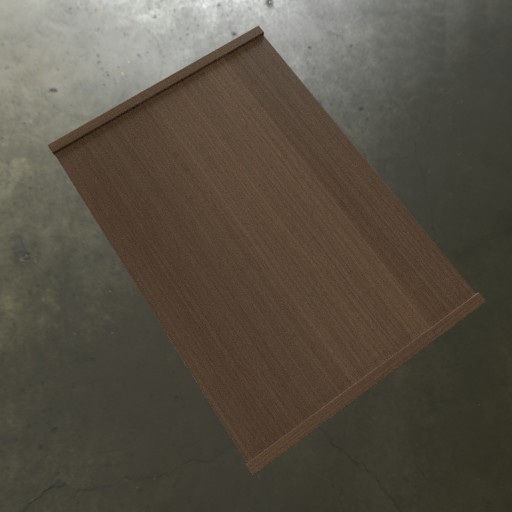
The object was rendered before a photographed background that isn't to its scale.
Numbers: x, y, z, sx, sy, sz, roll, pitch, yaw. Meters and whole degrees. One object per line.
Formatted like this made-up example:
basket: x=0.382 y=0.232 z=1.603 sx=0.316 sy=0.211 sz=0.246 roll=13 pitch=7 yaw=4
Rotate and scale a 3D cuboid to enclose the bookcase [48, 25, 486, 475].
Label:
bookcase: x=0.000 y=0.000 z=0.626 sx=0.290 sy=0.305 sz=0.415 roll=-33 pitch=77 yaw=-8
